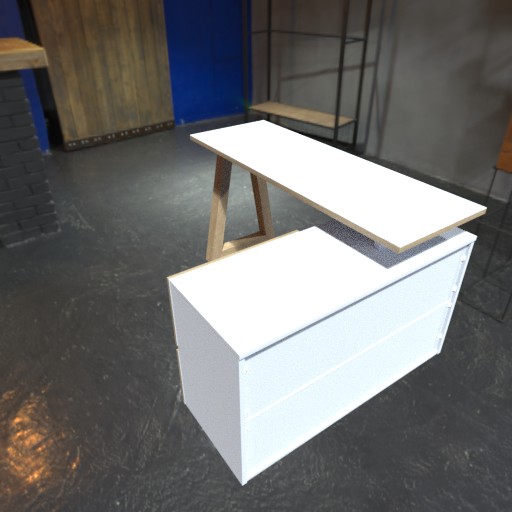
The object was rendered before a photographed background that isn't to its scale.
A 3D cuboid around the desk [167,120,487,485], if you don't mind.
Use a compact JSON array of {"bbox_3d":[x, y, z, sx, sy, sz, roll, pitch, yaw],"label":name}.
[{"bbox_3d":[0.000,0.000,2.057,1.098,0.755,1.404,-21,38,-29],"label":"desk"}]
